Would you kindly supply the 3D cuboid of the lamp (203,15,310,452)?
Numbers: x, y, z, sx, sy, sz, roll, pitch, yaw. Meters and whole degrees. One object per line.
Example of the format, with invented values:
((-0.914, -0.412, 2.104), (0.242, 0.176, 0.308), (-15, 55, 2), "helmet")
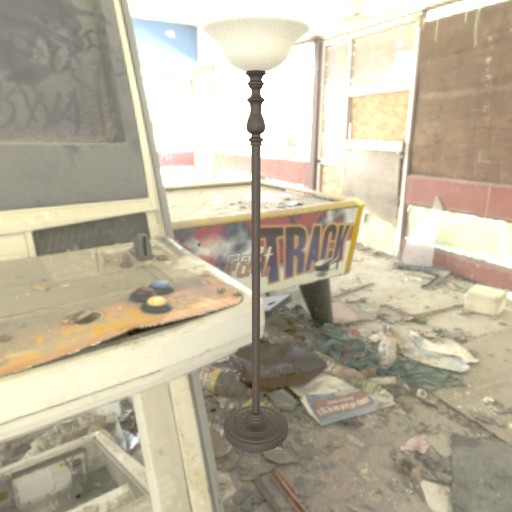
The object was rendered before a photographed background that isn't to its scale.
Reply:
((0.000, 0.000, 1.931), (0.405, 1.797, 0.405), (-3, 16, -9), "lamp")
